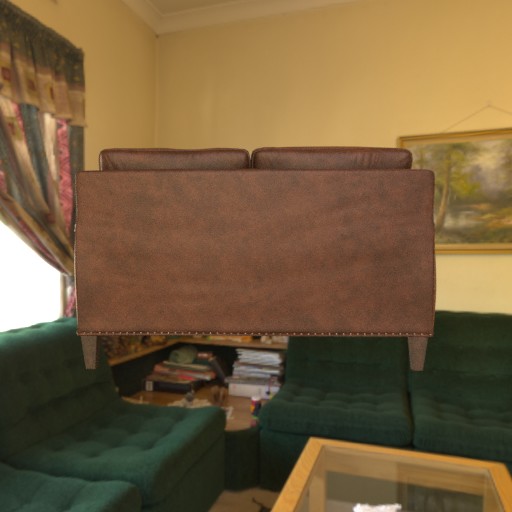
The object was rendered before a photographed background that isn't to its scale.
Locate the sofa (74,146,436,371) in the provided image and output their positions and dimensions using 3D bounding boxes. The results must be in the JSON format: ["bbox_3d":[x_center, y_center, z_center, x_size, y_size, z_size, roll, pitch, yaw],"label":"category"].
[{"bbox_3d":[0.000,0.000,2.373,1.628,1.003,1.083,0,0,1],"label":"sofa"}]
